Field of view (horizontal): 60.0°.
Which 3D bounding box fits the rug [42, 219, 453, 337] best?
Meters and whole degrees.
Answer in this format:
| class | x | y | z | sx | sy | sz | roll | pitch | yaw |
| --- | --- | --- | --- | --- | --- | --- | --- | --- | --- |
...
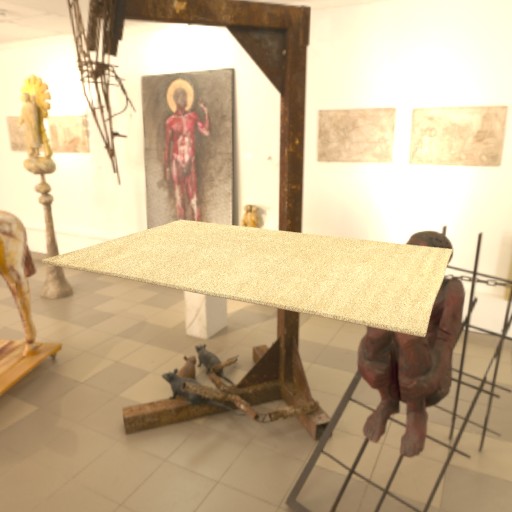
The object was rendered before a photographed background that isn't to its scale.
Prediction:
| class | x | y | z | sx | sy | sz | roll | pitch | yaw |
| --- | --- | --- | --- | --- | --- | --- | --- | --- | --- |
| rug | 0.000 | 0.000 | 2.994 | 2.346 | 0.025 | 1.500 | 8 | 18 | 26 |
